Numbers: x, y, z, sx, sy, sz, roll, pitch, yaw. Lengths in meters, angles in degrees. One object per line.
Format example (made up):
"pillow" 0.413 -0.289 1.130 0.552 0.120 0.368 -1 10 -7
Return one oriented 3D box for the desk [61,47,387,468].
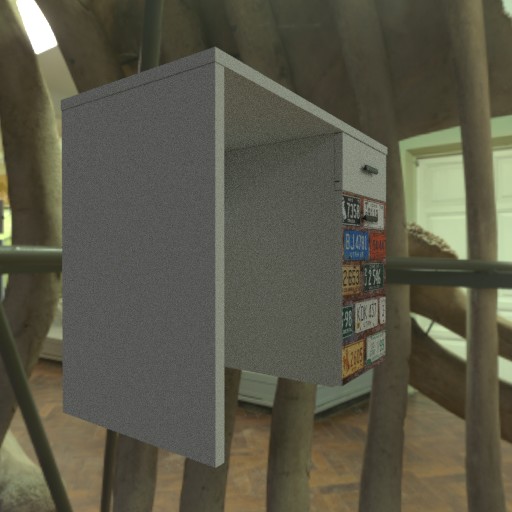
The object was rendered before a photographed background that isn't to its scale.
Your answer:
"desk" 0.000 0.000 1.265 0.482 0.730 0.898 0 1 35
